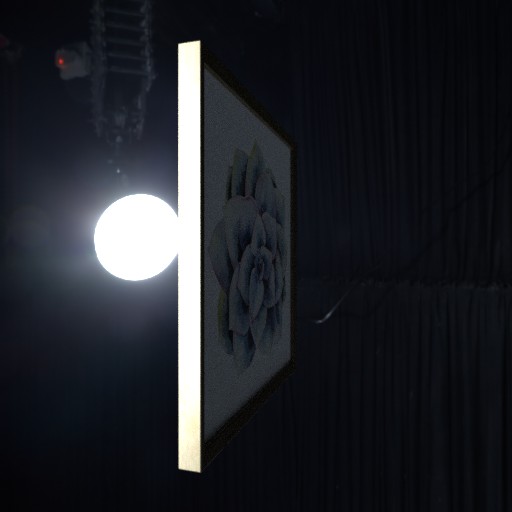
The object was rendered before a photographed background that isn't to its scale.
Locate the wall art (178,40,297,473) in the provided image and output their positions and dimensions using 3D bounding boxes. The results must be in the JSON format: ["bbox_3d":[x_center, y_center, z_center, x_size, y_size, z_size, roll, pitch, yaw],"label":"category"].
[{"bbox_3d":[0.000,0.000,0.761,0.030,0.506,0.503,0,0,18],"label":"wall art"}]
